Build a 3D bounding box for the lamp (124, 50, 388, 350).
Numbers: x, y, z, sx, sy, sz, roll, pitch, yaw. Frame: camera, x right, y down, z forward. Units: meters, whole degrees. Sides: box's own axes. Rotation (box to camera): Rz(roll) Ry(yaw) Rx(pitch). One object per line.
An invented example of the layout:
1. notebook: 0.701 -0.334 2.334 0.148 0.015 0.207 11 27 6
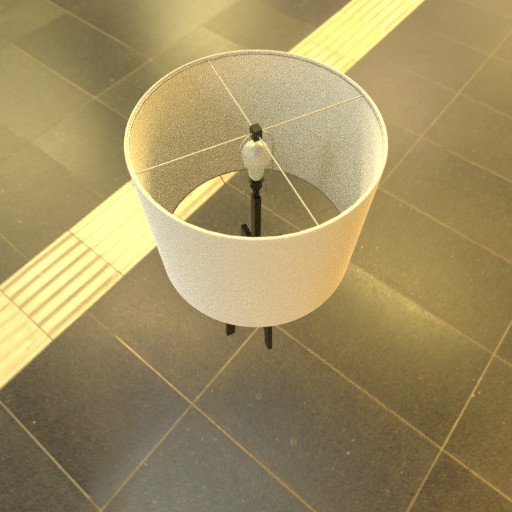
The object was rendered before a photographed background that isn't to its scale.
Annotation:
1. lamp: 0.000 0.000 0.643 0.257 0.489 0.257 17 61 10
